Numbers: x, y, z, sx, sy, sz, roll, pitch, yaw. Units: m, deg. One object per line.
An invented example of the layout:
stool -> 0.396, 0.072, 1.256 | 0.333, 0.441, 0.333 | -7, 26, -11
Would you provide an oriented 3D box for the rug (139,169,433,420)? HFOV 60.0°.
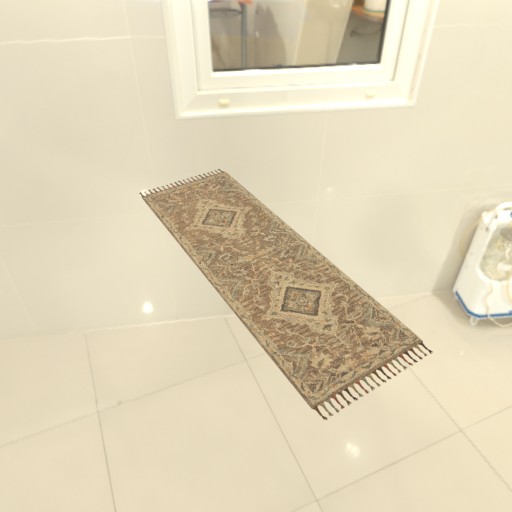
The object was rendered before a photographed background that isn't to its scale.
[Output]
rug -> 0.000, 0.000, 2.872 | 1.324, 0.018, 2.378 | -11, 41, -13
